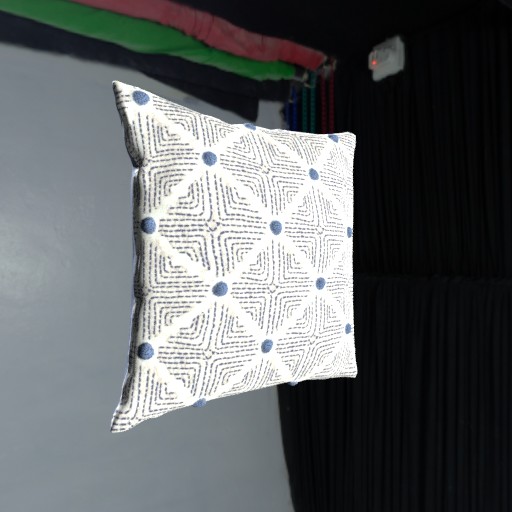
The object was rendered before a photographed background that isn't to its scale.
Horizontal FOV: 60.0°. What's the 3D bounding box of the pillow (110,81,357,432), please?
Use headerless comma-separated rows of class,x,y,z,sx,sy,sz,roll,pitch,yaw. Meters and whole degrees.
pillow,0.000,0.000,0.782,0.510,0.510,0.145,0,0,-35
